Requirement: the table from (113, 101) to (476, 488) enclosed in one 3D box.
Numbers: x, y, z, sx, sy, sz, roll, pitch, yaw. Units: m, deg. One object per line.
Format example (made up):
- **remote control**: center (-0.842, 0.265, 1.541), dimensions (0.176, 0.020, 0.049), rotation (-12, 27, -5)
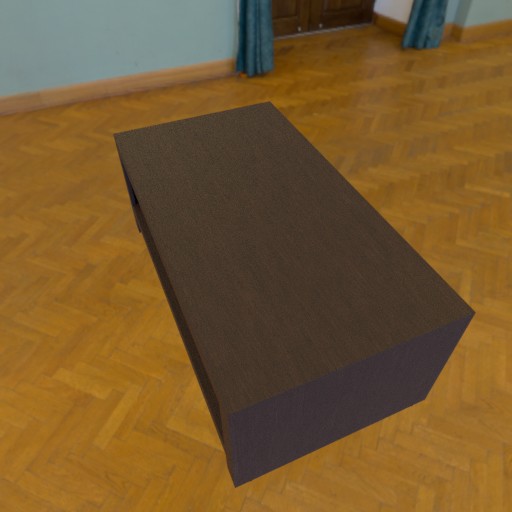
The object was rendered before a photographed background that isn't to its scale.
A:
- **table**: center (0.000, 0.000, 1.415), dimensions (0.597, 0.424, 1.099), rotation (-17, 48, -16)
